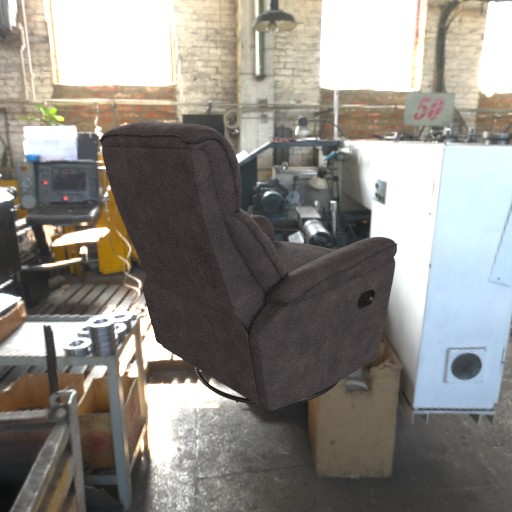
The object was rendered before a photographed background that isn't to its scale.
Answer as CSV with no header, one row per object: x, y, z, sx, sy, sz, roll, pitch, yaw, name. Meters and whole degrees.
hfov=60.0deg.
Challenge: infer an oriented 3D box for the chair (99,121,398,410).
0.000,0.000,1.804,1.009,1.035,0.830,-14,20,-42,chair
